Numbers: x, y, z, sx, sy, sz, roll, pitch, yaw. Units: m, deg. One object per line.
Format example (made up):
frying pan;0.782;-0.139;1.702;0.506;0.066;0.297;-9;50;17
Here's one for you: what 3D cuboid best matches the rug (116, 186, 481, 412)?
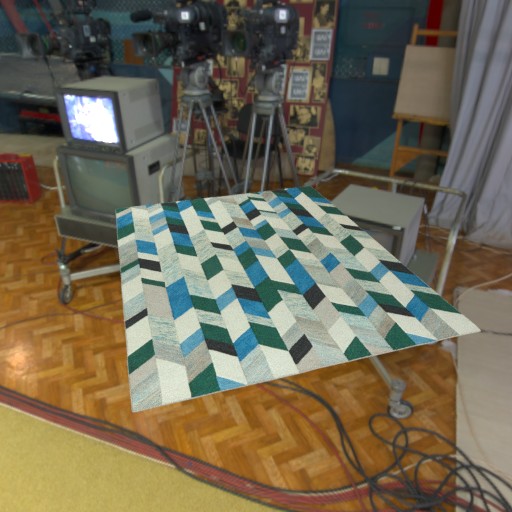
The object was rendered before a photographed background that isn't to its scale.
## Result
rug;0.000;0.000;4.112;2.440;0.008;3.036;-9;31;-15
